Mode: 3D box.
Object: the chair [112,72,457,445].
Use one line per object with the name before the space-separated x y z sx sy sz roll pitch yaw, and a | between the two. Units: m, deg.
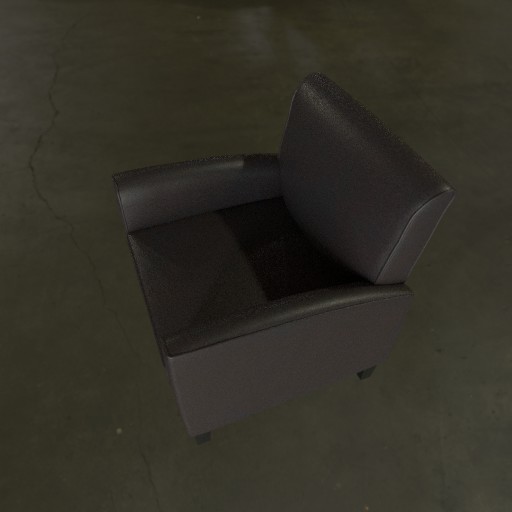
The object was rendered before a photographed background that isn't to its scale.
chair | 0.000 0.000 1.566 0.819 0.916 0.820 -16 49 -15
